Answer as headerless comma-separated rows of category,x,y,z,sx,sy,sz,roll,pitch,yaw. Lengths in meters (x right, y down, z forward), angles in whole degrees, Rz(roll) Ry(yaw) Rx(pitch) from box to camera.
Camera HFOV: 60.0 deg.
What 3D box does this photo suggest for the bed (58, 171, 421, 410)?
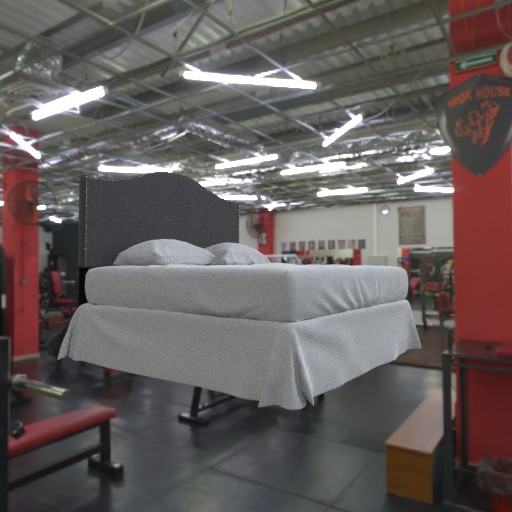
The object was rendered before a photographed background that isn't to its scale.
bed,0.000,0.000,3.751,2.219,1.651,2.314,-1,-1,37
